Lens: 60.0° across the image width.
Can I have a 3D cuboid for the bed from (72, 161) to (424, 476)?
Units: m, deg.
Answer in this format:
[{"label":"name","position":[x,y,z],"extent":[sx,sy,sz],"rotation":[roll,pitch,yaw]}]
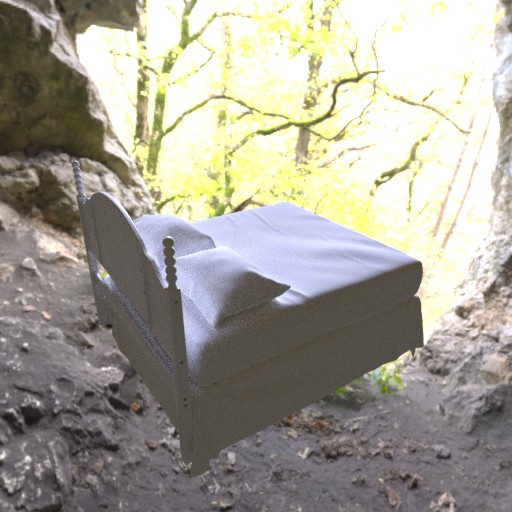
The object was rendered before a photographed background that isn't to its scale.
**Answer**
[{"label":"bed","position":[0.000,0.000,3.271],"extent":[2.040,1.356,1.873],"rotation":[-16,30,-30]}]
